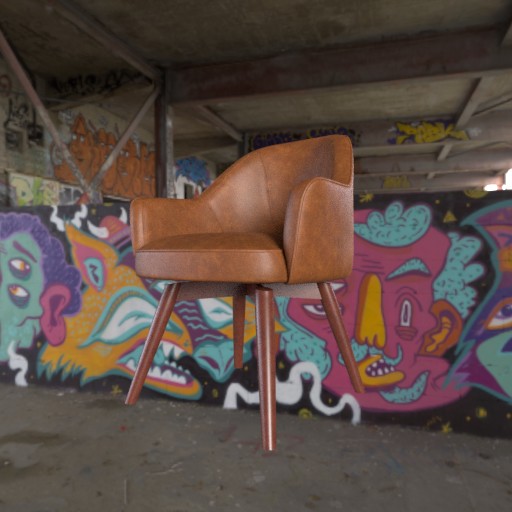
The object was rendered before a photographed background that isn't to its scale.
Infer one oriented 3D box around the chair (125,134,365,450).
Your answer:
[{"bbox_3d":[0.000,0.000,1.236,0.591,0.777,0.640,0,1,37],"label":"chair"}]
